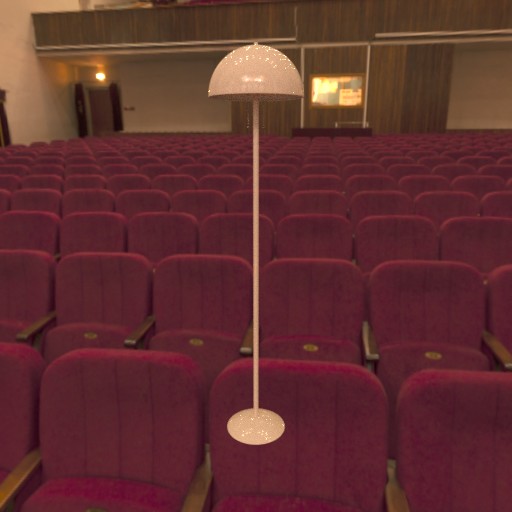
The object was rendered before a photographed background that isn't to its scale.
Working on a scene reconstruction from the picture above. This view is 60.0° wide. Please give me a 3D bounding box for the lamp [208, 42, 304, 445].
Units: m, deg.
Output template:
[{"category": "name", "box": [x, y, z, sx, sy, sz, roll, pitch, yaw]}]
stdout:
[{"category": "lamp", "box": [0.000, 0.000, 1.677, 0.328, 1.480, 0.328, 2, 15, 8]}]
